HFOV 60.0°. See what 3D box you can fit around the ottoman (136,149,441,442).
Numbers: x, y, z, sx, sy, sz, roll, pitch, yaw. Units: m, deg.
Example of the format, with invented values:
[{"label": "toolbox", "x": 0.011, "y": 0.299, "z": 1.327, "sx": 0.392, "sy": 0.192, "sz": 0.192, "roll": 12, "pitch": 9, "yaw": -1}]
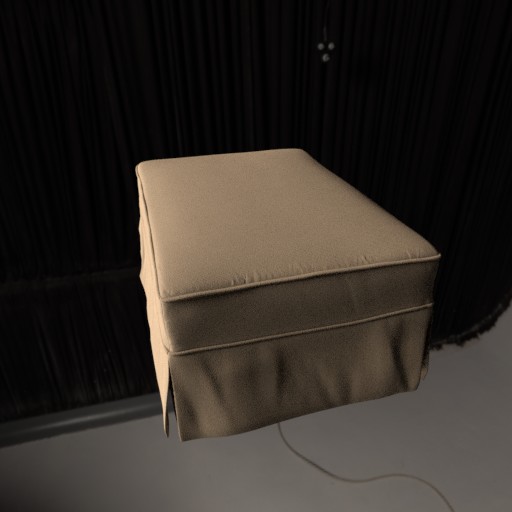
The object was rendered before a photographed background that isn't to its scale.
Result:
[{"label": "ottoman", "x": 0.000, "y": 0.000, "z": 1.392, "sx": 0.721, "sy": 0.482, "sz": 0.959, "roll": -8, "pitch": 30, "yaw": -14}]
